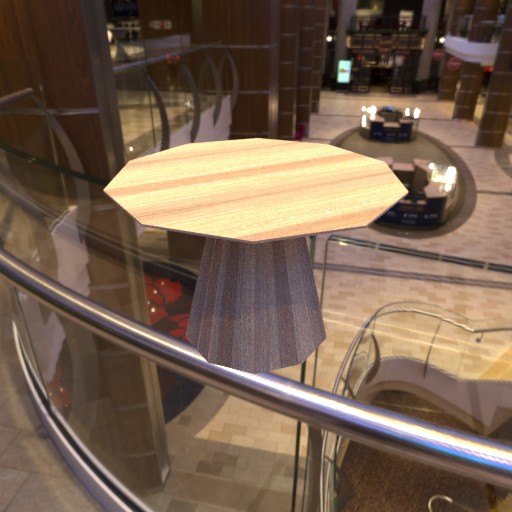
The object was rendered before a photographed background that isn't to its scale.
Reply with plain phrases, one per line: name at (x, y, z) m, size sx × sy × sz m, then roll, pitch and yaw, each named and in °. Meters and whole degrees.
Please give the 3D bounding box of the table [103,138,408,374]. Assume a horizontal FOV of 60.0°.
table at (0.000, 0.000, 1.981) m, size 1.186 × 0.752 × 1.186 m, roll 0°, pitch 29°, yaw 0°
